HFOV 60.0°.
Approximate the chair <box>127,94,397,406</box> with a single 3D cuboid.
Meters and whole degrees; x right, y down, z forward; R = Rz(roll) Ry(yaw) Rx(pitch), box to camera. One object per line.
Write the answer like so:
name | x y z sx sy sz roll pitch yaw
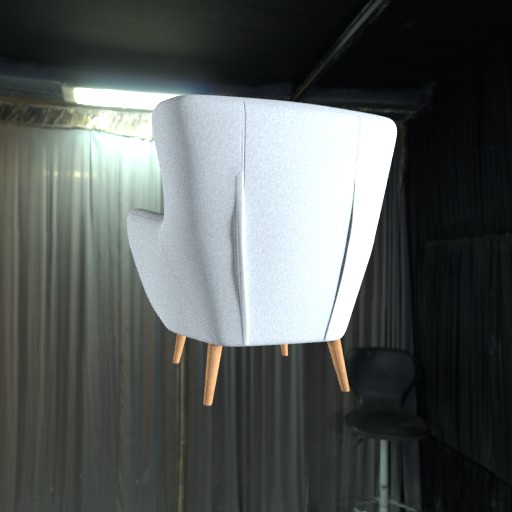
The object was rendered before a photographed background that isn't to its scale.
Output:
chair | 0.000 0.000 1.623 0.890 0.889 0.889 0 -1 -18
